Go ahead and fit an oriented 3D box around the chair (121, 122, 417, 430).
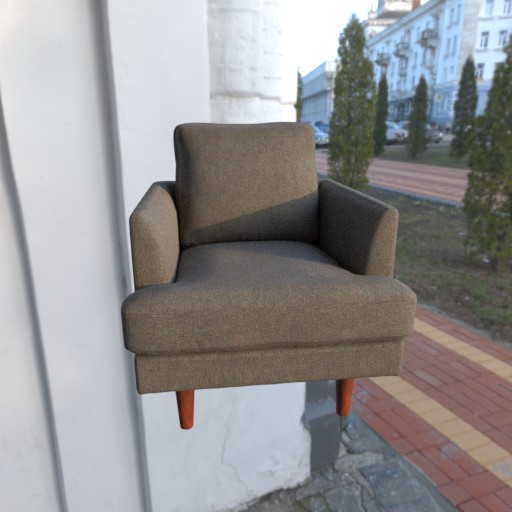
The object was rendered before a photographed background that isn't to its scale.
[{"bbox_3d":[0.000,0.000,1.649,0.858,0.957,0.899,-2,17,-7],"label":"chair"}]
